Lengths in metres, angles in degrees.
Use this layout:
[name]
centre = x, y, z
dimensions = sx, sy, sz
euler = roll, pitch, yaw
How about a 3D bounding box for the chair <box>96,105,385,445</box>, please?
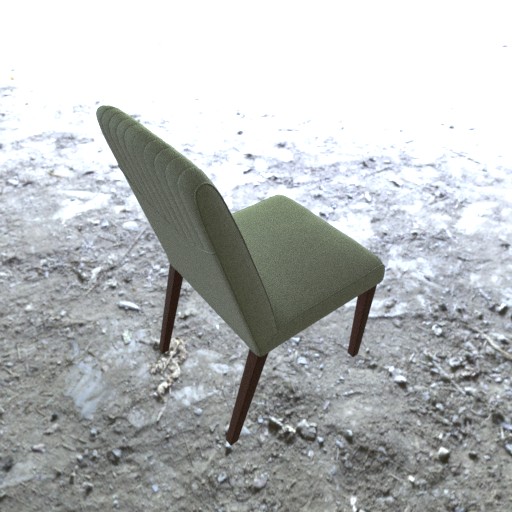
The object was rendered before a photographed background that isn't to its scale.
[chair]
centre = 0.000, 0.000, 1.258
dimensions = 0.594, 0.900, 0.480
euler = -26, 47, -28
